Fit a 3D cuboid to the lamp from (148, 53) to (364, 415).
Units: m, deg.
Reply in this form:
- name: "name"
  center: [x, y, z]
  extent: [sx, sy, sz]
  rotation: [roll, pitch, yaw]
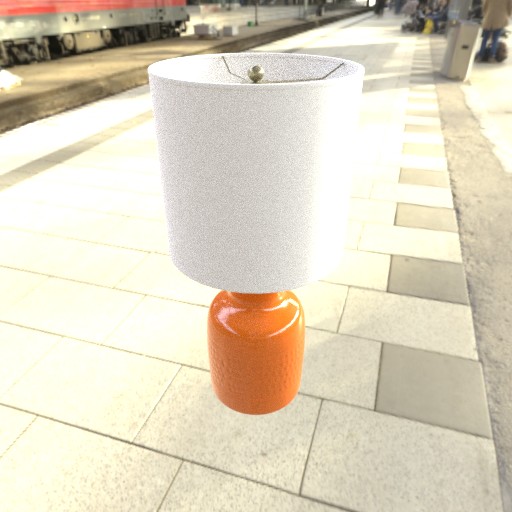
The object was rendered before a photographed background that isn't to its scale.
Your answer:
- name: "lamp"
  center: [0.000, 0.000, 1.094]
  extent: [0.418, 0.871, 0.418]
  rotation: [8, 32, 13]
